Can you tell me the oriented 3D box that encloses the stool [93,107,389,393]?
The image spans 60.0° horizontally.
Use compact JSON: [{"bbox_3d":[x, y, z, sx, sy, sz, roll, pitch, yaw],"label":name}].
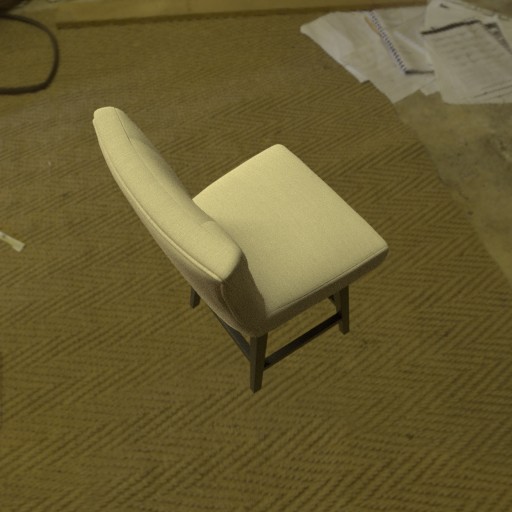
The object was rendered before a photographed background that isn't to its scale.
[{"bbox_3d":[0.000,0.000,1.327,0.574,1.000,0.514,-32,63,-18],"label":"stool"}]
